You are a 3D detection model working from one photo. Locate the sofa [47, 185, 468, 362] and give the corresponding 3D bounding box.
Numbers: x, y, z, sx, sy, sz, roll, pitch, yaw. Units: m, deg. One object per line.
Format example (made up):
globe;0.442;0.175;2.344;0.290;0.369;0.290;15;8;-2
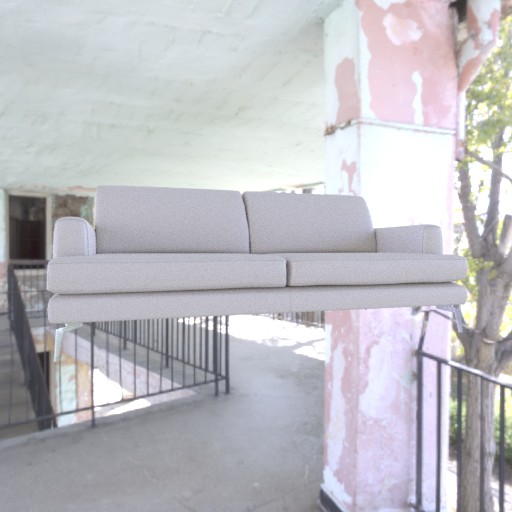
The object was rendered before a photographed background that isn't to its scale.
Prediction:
sofa;0.000;0.000;2.371;1.940;0.765;0.974;0;1;-18
